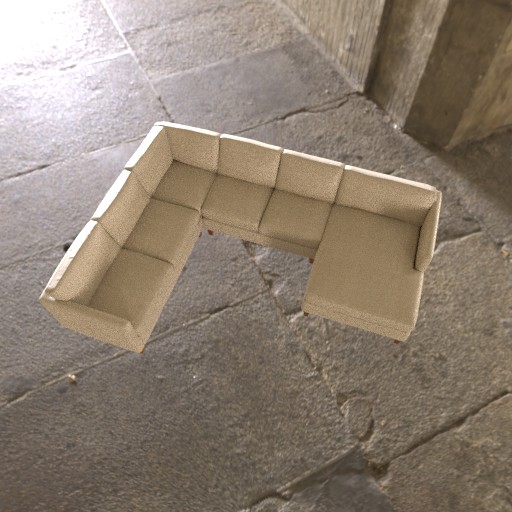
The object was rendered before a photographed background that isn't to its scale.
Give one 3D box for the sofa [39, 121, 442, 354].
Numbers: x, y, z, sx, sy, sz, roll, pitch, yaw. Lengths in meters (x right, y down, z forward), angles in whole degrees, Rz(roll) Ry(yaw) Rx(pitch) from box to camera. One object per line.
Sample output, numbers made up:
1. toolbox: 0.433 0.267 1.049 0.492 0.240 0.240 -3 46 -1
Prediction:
1. sofa: 0.000 0.000 4.682 3.460 0.961 2.594 16 59 10
